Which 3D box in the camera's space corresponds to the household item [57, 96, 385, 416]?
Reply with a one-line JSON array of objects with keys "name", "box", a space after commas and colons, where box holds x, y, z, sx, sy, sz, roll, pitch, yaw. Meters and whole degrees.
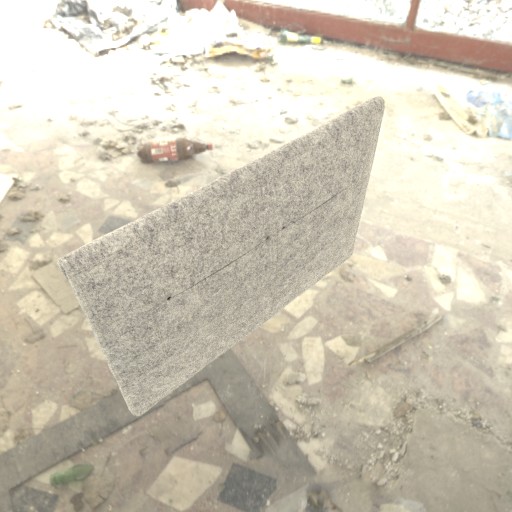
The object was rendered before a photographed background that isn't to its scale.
[{"name": "household item", "box": [0.000, 0.000, 0.439, 0.335, 0.221, 0.057, -33, 55, -28]}]
